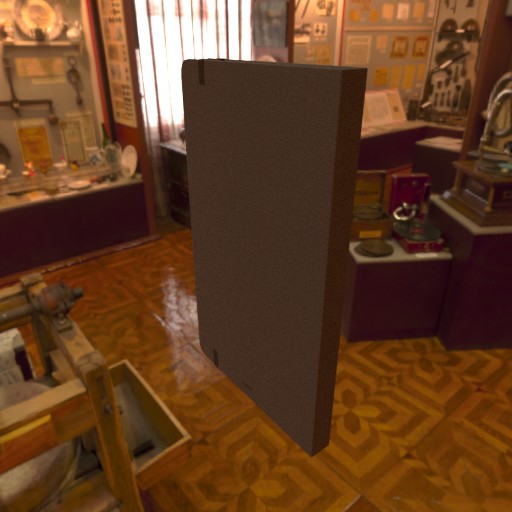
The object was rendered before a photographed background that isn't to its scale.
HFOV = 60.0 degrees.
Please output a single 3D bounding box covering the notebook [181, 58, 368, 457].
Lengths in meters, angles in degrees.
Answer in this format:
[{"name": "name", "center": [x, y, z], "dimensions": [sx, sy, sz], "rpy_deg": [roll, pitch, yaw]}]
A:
[{"name": "notebook", "center": [0.000, 0.000, 0.264], "dimensions": [0.016, 0.213, 0.127], "rpy_deg": [-19, 32, -33]}]
